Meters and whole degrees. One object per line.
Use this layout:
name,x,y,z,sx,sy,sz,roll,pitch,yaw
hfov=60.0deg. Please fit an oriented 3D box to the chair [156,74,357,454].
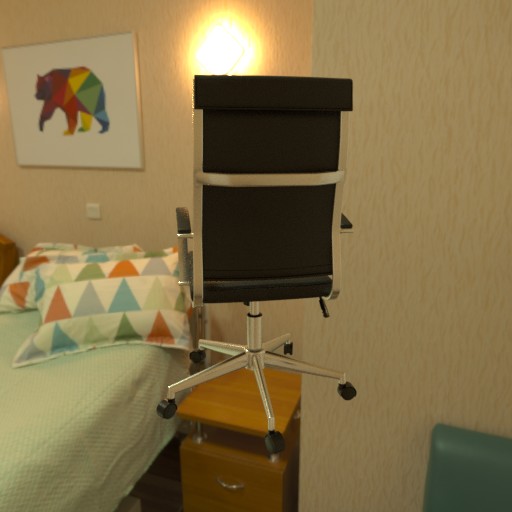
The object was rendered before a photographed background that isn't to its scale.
chair,0.000,0.000,1.630,0.766,1.149,0.739,-2,14,-9
